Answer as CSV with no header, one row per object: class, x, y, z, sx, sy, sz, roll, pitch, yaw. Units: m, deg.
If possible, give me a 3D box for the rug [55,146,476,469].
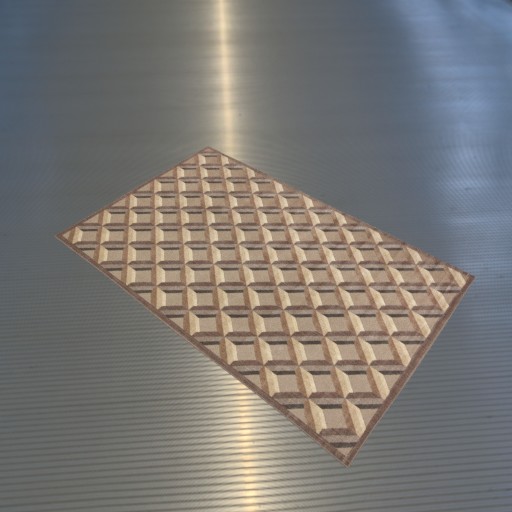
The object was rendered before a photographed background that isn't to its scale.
rug,0.000,0.000,2.068,1.677,0.011,1.066,31,53,27
